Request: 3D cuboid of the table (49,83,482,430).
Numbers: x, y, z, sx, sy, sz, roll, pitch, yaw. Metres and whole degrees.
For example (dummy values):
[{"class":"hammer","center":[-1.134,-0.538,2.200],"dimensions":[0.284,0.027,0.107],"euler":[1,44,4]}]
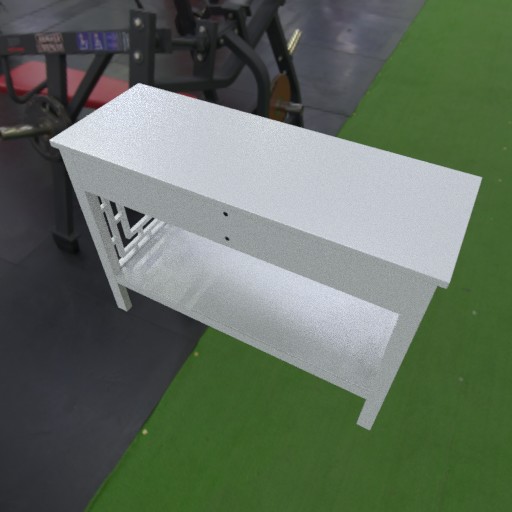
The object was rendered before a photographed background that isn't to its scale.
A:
[{"class":"table","center":[0.000,0.000,1.427],"dimensions":[1.068,0.753,0.397],"euler":[21,50,19]}]
